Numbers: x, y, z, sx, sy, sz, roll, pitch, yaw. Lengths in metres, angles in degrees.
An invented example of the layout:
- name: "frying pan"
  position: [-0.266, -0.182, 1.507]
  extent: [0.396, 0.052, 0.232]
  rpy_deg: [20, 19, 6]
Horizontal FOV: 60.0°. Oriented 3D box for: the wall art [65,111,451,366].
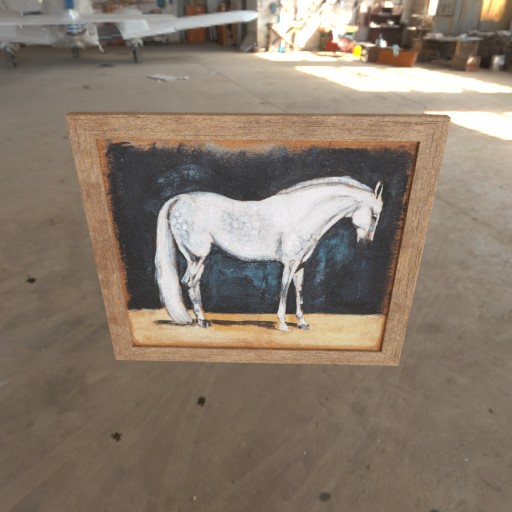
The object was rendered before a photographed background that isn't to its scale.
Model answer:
- name: "wall art"
  position: [0.000, 0.000, 0.946]
  extent: [0.690, 0.588, 0.026]
  rpy_deg: [1, 30, 2]
